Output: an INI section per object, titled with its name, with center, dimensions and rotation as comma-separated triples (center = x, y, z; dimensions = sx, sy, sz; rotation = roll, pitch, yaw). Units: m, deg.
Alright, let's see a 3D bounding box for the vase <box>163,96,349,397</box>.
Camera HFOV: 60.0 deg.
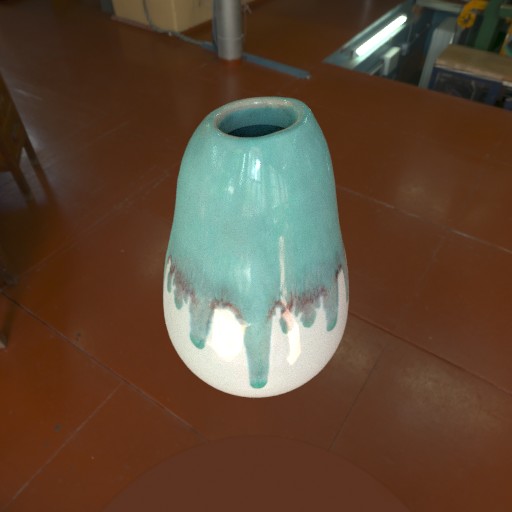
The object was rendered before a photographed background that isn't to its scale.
[vase]
center = 0.000, 0.000, 0.254
dimensions = 0.116, 0.179, 0.116
rotation = 0, 46, 0
